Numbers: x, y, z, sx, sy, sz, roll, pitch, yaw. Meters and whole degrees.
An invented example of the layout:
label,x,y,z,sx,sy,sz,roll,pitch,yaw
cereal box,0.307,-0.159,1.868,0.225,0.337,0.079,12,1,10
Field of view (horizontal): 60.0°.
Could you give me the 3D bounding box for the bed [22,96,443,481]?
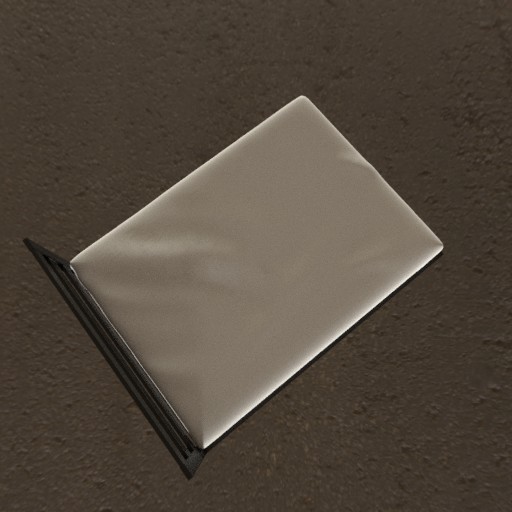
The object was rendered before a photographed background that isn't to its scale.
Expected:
label,x,y,z,sx,sy,sz,roll,pitch,yaw
bed,0.000,0.000,2.886,2.062,0.967,1.524,-38,79,-9
